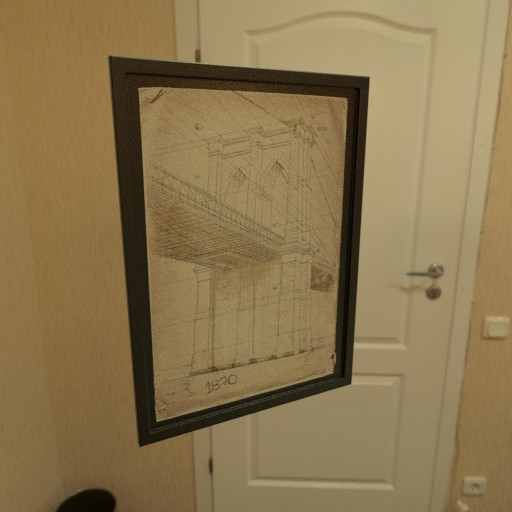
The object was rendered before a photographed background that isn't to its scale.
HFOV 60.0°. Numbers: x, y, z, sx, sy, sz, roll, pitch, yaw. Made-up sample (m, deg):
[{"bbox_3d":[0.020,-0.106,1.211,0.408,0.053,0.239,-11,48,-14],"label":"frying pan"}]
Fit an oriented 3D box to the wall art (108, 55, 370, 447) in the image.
[{"bbox_3d":[0.000,0.000,0.833,0.480,0.657,0.016,-7,16,-26],"label":"wall art"}]
